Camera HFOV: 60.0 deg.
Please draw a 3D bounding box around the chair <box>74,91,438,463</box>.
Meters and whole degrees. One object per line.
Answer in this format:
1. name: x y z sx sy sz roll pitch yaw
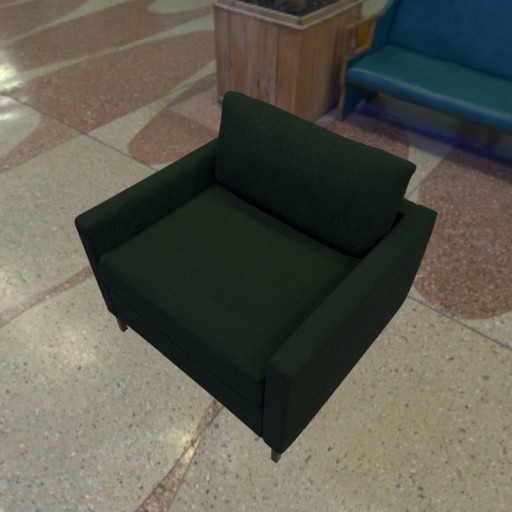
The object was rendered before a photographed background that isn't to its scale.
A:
1. chair: 0.000 0.000 1.642 0.963 0.861 0.866 31 53 27
